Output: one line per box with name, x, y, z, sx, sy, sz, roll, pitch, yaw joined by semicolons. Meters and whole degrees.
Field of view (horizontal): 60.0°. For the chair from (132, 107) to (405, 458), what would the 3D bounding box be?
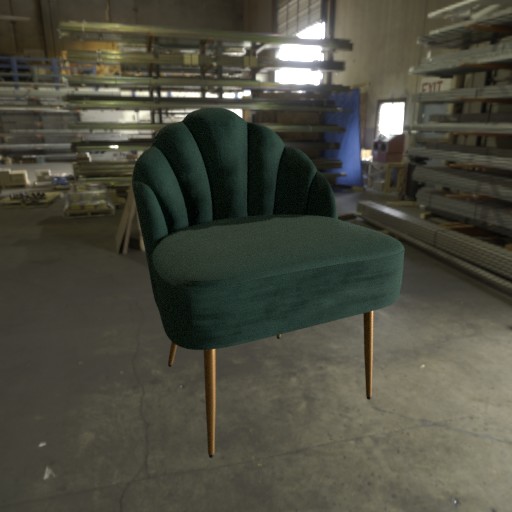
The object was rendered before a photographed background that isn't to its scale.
chair;0.000;0.000;1.267;0.657;0.819;0.599;-9;19;-27
